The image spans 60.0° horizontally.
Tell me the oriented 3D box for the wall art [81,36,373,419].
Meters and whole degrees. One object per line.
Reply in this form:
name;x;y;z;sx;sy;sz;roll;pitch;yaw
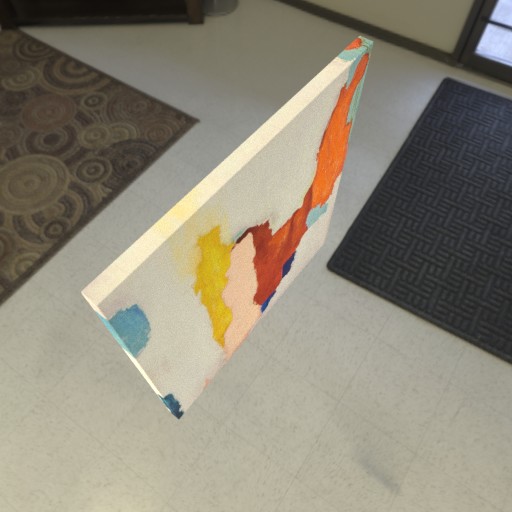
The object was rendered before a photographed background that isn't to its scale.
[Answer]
wall art;0.000;0.000;1.171;0.037;0.814;0.814;33;64;19
